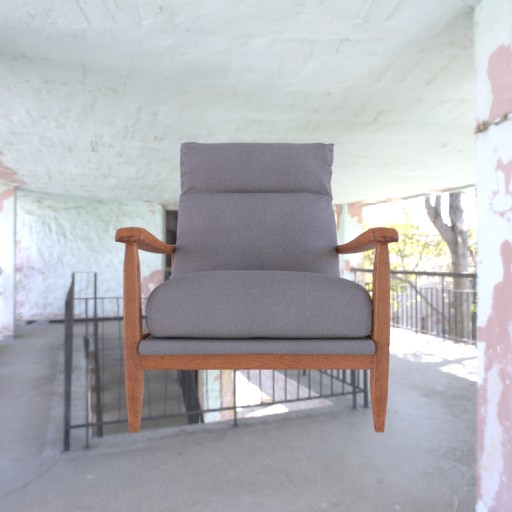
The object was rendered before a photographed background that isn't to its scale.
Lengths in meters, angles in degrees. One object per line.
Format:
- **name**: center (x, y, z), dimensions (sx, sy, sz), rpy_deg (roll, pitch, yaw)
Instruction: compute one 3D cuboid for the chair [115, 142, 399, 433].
- **chair**: center (0.000, 0.000, 1.525), dimensions (0.782, 0.922, 0.816), rpy_deg (0, 0, 0)
